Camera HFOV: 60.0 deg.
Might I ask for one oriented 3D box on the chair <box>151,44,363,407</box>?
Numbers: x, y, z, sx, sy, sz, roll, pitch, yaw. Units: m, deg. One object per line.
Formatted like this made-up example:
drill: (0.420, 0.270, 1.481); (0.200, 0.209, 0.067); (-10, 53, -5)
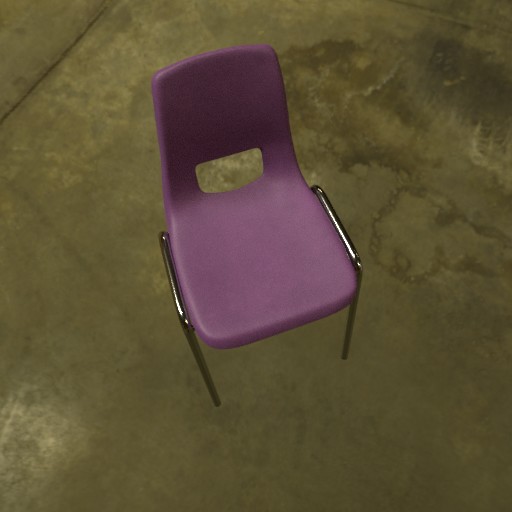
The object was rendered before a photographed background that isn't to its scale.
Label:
chair: (0.000, 0.000, 0.949); (0.381, 0.704, 0.432); (-18, 65, -8)
